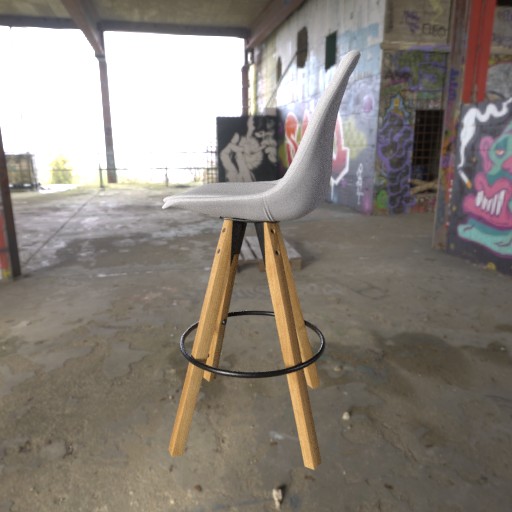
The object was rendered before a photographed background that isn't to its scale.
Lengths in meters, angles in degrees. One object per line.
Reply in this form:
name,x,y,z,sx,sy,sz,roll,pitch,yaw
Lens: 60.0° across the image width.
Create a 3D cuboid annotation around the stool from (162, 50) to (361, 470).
stool,0.000,0.000,1.363,0.550,1.115,0.484,2,14,7
